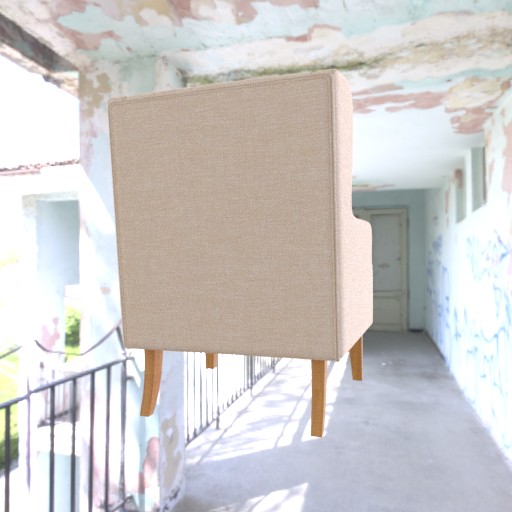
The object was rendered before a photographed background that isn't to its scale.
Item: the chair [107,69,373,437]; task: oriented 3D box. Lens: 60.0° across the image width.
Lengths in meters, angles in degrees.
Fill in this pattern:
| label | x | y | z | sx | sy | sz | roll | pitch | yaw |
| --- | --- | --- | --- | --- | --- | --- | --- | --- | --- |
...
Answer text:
| label | x | y | z | sx | sy | sz | roll | pitch | yaw |
| --- | --- | --- | --- | --- | --- | --- | --- | --- | --- |
| chair | 0.000 | 0.000 | 1.463 | 0.710 | 0.930 | 0.760 | 0 | -1 | 18 |
